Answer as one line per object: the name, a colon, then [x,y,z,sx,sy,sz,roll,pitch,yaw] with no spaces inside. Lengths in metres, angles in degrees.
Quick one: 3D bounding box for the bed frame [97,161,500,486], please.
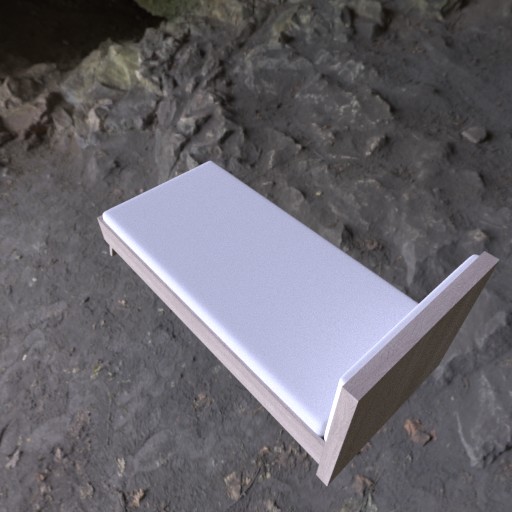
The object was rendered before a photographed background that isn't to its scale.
bed frame: [0.000,0.000,2.622,0.990,0.920,2.140,-33,55,-28]
